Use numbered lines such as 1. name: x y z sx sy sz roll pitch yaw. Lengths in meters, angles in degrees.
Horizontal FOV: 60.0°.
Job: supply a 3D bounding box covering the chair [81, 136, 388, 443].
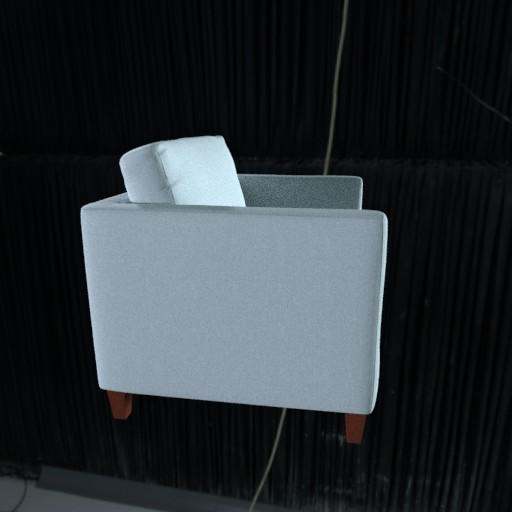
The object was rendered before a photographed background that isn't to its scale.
1. chair: 0.000 0.000 1.851 0.953 0.961 1.107 2 16 9
